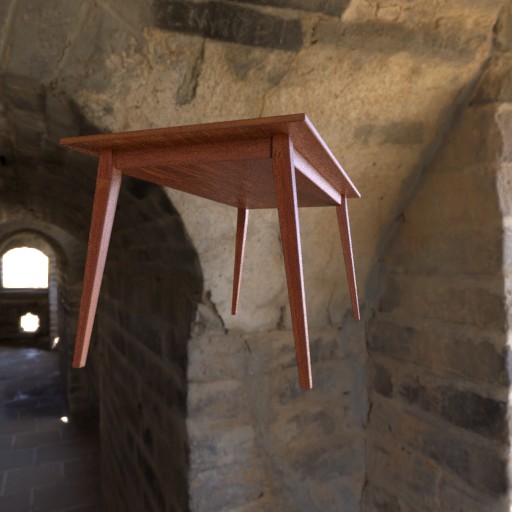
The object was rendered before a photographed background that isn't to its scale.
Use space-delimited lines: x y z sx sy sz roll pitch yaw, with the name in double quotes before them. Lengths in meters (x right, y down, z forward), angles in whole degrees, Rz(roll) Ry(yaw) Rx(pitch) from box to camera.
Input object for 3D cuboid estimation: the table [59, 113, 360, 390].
"table" 0.000 0.000 2.067 0.811 0.755 1.609 0 0 18
